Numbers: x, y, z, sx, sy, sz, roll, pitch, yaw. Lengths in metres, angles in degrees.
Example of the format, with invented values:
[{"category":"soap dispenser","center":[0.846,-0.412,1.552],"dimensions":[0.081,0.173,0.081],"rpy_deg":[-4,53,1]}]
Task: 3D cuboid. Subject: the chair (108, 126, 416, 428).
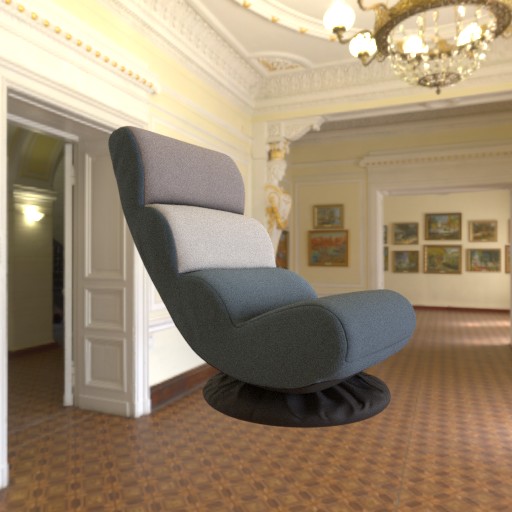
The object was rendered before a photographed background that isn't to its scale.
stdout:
[{"category":"chair","center":[0.000,0.000,1.066],"dimensions":[0.661,0.641,0.420],"rpy_deg":[0,-1,36]}]
